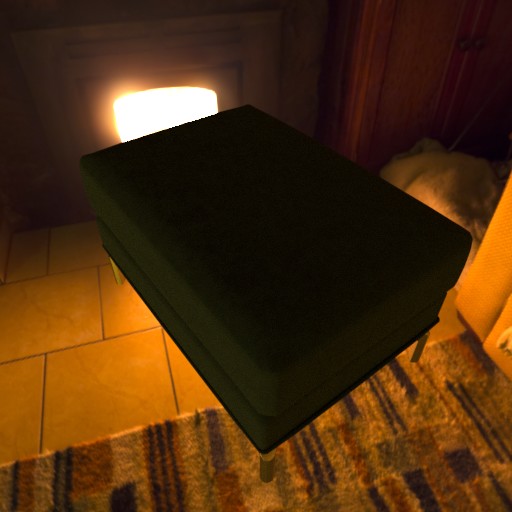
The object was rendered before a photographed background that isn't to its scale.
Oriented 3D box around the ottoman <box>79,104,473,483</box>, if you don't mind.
[{"bbox_3d":[0.000,0.000,1.192,0.587,0.498,0.835,-27,49,-27],"label":"ottoman"}]
